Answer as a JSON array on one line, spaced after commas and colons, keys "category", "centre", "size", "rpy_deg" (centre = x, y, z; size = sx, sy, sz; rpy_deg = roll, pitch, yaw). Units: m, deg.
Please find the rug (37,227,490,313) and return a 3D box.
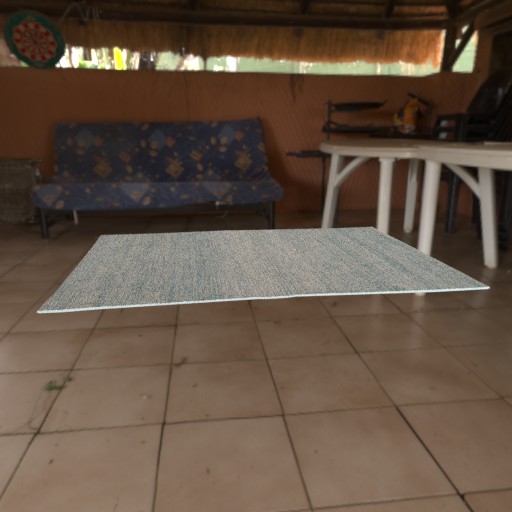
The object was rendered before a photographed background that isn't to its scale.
[{"category": "rug", "centre": [0.000, 0.000, 2.973], "size": [2.306, 0.030, 1.613], "rpy_deg": [-2, 15, -8]}]
